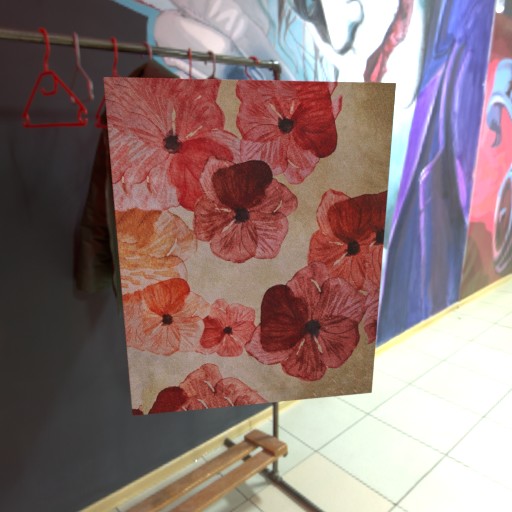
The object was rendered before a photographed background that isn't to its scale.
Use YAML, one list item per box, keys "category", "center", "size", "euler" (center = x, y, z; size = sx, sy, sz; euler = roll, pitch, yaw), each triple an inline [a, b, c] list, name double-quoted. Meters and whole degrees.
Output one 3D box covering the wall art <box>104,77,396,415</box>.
- category: "wall art"
  center: [0.000, 0.000, 0.689]
  size: [0.406, 0.508, 0.028]
  euler: [-2, 16, -9]
